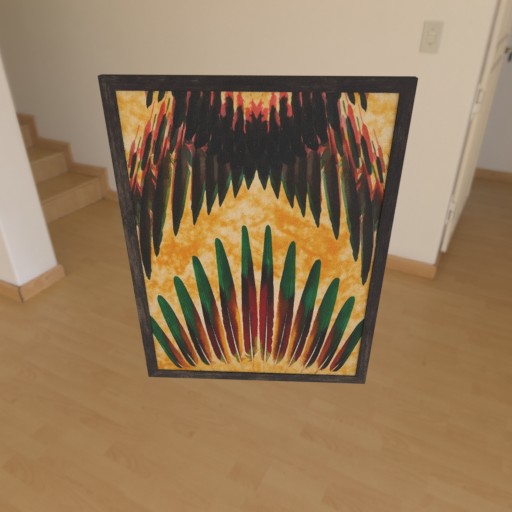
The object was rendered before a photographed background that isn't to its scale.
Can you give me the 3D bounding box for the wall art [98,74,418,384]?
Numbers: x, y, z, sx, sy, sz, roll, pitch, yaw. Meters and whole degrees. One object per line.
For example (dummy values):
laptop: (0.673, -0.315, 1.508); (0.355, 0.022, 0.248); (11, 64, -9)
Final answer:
wall art: (0.000, 0.000, 1.403); (0.812, 1.066, 0.029); (1, 30, 2)
